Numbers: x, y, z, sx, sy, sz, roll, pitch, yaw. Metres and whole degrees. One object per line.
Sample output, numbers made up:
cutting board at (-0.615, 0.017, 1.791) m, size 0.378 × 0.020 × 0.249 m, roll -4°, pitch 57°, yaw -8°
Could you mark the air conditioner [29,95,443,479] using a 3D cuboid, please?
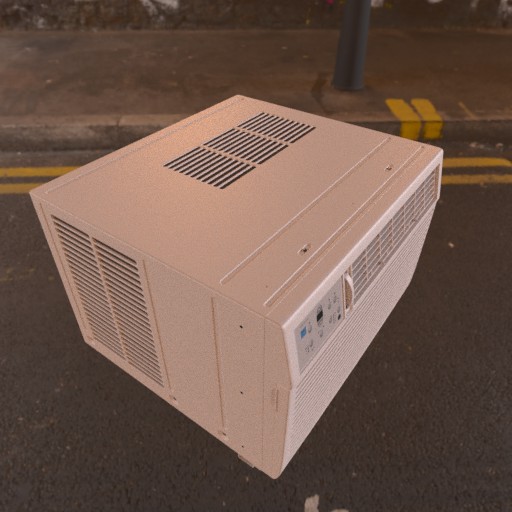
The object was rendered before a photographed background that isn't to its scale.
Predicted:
air conditioner at (0.000, 0.000, 1.043) m, size 0.599 × 0.455 × 0.645 m, roll 25°, pitch 45°, yaw 27°
